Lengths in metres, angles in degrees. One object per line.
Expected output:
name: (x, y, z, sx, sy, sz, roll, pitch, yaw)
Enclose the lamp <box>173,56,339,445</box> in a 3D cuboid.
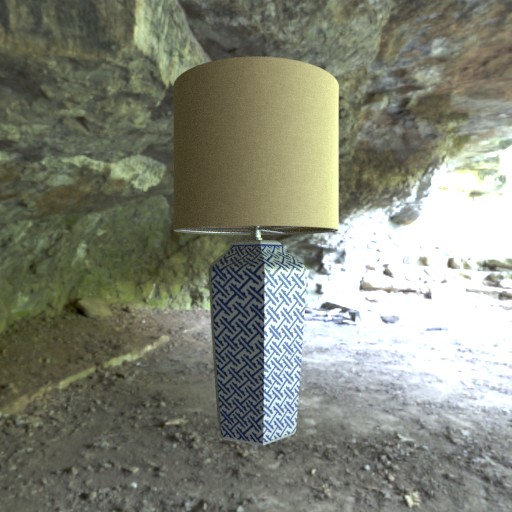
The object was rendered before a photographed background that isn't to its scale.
lamp: (0.000, 0.000, 0.871, 0.320, 0.682, 0.320, 0, 0, -35)
